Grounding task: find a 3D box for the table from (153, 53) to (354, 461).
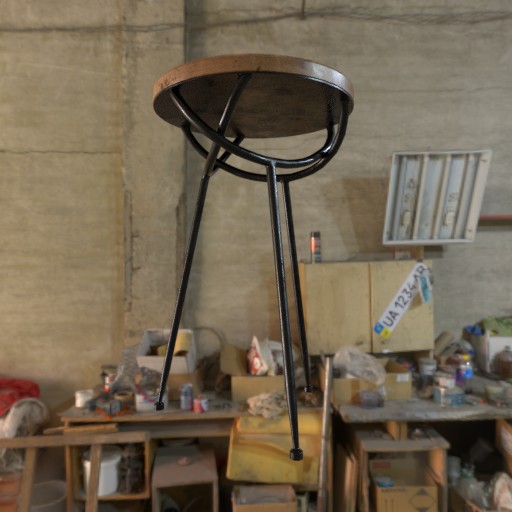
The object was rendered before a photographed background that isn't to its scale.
[{"bbox_3d":[0.000,0.000,0.925,0.418,0.664,0.414,0,0,-37],"label":"table"}]
